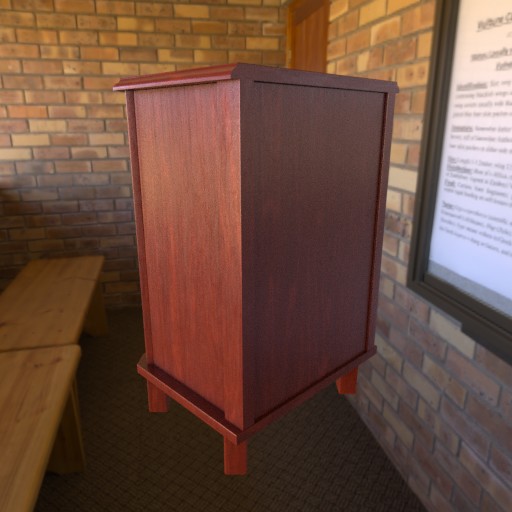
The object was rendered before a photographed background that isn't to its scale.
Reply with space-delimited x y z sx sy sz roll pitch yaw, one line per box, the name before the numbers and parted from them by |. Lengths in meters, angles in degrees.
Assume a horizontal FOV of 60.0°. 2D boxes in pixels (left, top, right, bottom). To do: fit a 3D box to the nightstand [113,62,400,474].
nightstand | 0.000 0.000 0.924 0.435 0.681 0.351 -16 23 -42
